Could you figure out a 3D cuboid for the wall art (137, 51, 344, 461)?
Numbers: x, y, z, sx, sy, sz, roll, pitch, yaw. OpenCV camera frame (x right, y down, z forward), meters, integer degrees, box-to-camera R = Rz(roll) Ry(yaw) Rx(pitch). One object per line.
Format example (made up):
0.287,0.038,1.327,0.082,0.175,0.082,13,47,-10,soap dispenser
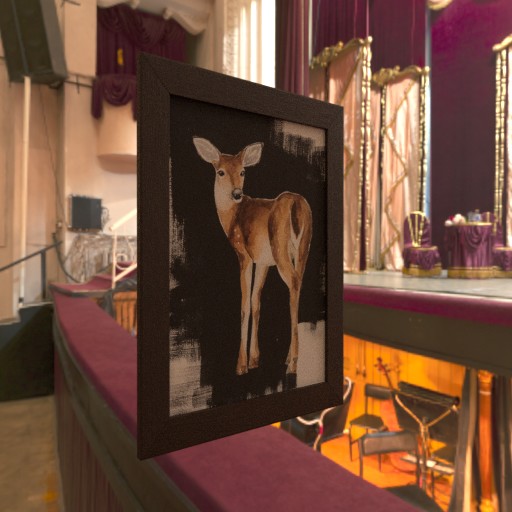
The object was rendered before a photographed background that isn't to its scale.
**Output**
0.000,0.000,0.656,0.359,0.508,0.013,0,0,-35,wall art
